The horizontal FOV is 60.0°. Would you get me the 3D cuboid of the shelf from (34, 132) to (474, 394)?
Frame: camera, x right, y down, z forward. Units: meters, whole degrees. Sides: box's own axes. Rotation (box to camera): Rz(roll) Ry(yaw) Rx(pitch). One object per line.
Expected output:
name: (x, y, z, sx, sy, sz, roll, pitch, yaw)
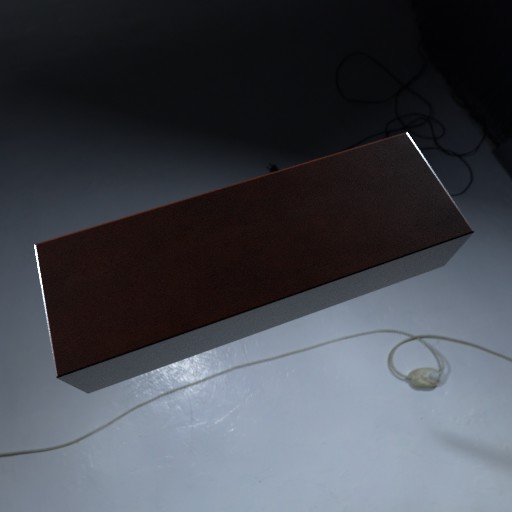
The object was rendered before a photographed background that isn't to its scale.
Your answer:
shelf: (0.000, 0.000, 0.524, 0.457, 0.088, 0.152, -18, 65, -9)
